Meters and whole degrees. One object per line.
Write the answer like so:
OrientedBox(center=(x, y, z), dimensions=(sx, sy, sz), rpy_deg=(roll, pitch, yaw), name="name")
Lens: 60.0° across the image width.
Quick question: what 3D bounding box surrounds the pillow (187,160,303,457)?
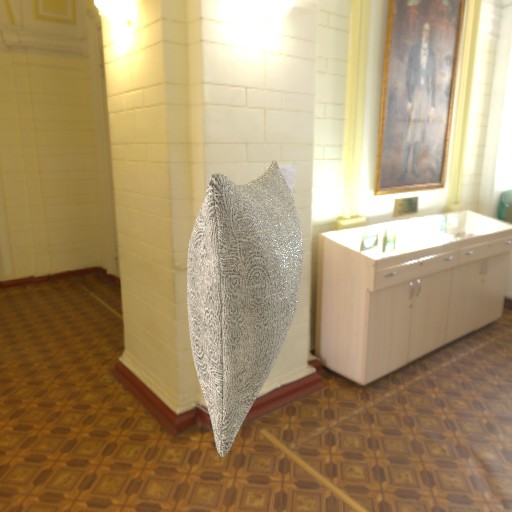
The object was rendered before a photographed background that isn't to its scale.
OrientedBox(center=(0.000, 0.000, 0.723), dimensions=(0.151, 0.295, 0.615), rpy_deg=(2, 14, 7), name="pillow")
